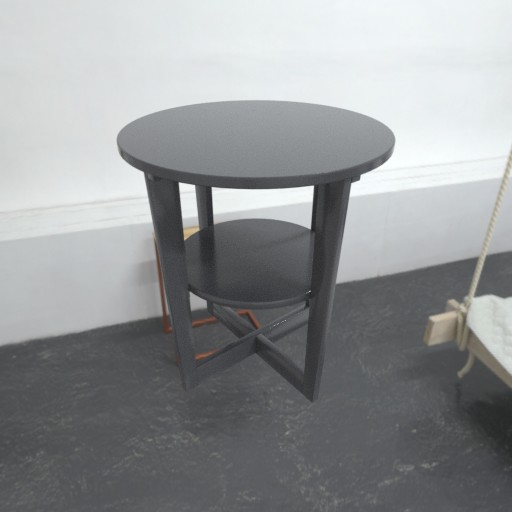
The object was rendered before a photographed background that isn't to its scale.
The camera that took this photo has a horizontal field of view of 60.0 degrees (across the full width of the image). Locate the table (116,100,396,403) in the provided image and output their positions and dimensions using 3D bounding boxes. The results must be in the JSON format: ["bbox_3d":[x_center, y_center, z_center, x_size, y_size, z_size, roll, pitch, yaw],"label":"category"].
[{"bbox_3d":[0.000,0.000,0.963,0.500,0.550,0.500,0,31,0],"label":"table"}]
